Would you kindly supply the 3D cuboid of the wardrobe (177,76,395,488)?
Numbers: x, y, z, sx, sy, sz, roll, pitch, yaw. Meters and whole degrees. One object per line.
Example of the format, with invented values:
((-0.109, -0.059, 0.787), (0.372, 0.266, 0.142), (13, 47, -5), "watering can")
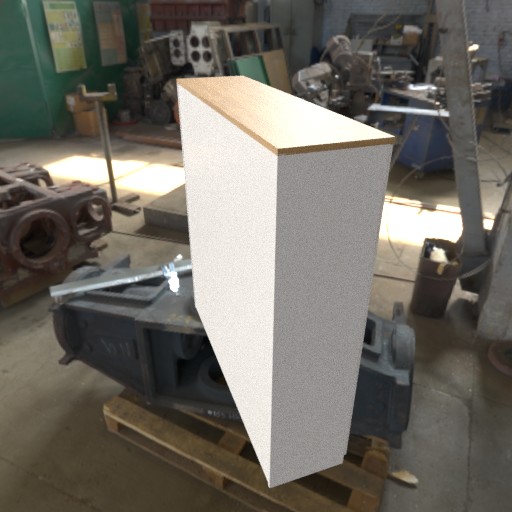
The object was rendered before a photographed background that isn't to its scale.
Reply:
((0.000, 0.000, 3.343), (0.590, 2.260, 2.160), (-10, 31, -17), "wardrobe")
